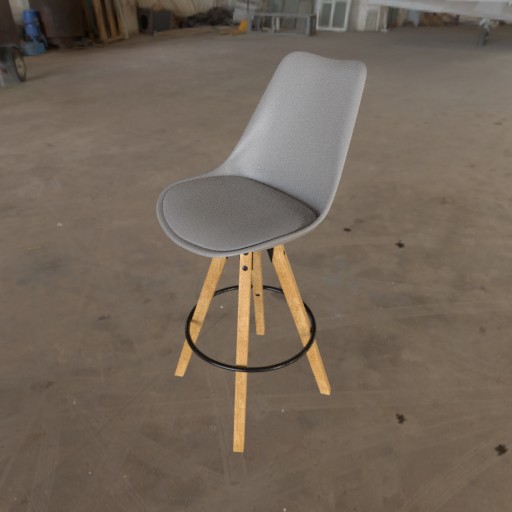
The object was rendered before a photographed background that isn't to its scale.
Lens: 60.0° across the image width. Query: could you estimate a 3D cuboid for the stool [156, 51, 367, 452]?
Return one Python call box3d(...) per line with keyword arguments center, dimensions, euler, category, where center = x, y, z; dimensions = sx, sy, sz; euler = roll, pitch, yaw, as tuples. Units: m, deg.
box3d(center=(0.000, 0.000, 1.391), dimensions=(0.550, 1.115, 0.485), euler=(-21, 38, -30), category="stool")
